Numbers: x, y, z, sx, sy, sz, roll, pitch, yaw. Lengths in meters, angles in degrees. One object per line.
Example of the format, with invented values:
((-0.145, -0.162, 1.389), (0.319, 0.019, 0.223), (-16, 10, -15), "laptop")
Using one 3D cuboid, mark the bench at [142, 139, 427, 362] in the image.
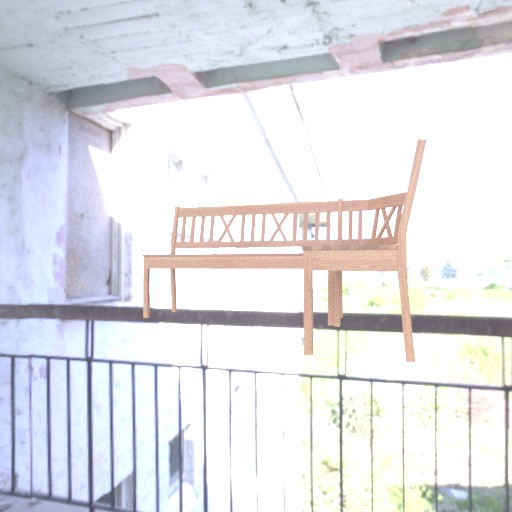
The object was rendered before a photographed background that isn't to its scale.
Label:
((0.000, 0.000, 2.804), (1.937, 0.902, 1.537), (0, -1, 18), "bench")
